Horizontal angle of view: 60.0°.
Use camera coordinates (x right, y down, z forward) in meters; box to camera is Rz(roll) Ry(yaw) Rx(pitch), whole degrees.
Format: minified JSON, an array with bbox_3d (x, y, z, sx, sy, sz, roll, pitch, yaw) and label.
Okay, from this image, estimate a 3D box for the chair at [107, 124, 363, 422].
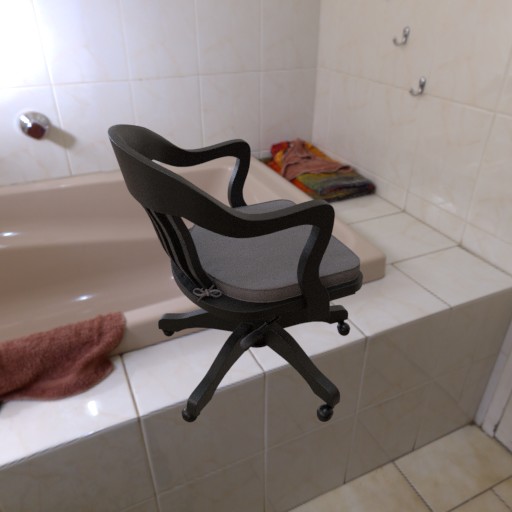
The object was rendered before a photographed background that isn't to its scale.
[{"bbox_3d":[0.000,0.000,1.447,0.788,0.878,0.750,-12,33,-19],"label":"chair"}]
